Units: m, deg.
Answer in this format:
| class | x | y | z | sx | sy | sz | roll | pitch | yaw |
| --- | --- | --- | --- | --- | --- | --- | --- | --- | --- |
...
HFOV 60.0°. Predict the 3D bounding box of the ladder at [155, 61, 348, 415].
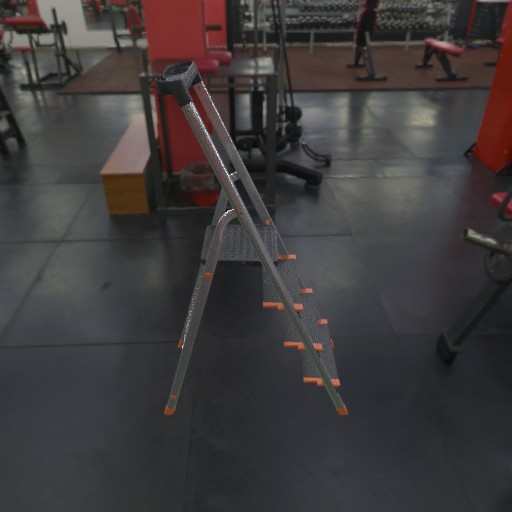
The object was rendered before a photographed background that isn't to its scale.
| class | x | y | z | sx | sy | sz | roll | pitch | yaw |
| --- | --- | --- | --- | --- | --- | --- | --- | --- | --- |
| ladder | 0.000 | 0.000 | 1.812 | 0.834 | 1.429 | 0.452 | 0 | 33 | 0 |
